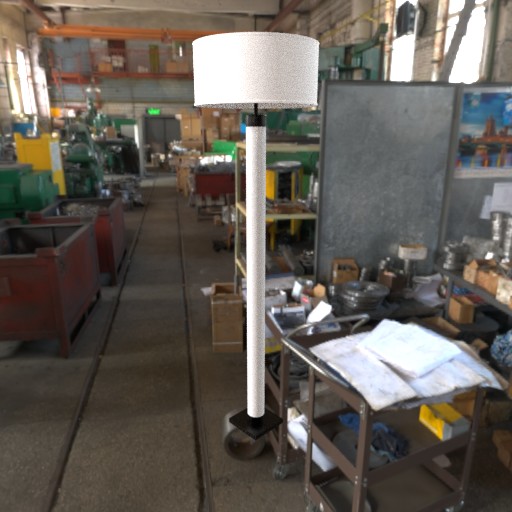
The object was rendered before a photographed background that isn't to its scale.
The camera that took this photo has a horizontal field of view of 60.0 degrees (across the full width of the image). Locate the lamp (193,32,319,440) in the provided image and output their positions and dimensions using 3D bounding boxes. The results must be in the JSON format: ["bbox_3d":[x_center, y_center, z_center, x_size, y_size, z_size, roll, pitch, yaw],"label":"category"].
[{"bbox_3d":[0.000,0.000,1.674,0.420,1.475,0.420,-15,22,-42],"label":"lamp"}]
